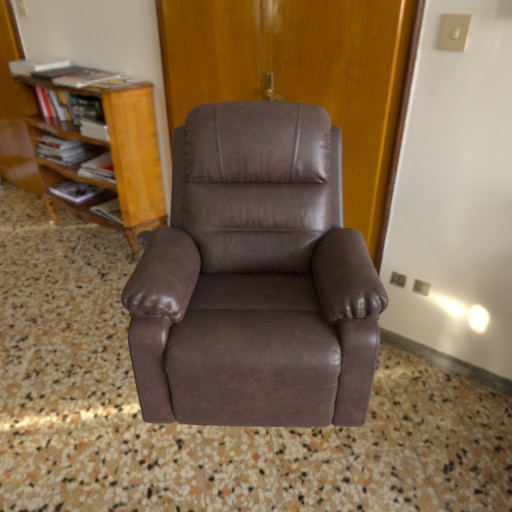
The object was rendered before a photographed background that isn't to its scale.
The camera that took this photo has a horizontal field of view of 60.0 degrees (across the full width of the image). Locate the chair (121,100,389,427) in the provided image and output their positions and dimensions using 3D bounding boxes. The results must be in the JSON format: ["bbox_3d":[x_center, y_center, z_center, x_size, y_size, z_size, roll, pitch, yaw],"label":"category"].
[{"bbox_3d":[0.000,0.000,1.693,0.855,0.992,0.919,1,31,1],"label":"chair"}]
